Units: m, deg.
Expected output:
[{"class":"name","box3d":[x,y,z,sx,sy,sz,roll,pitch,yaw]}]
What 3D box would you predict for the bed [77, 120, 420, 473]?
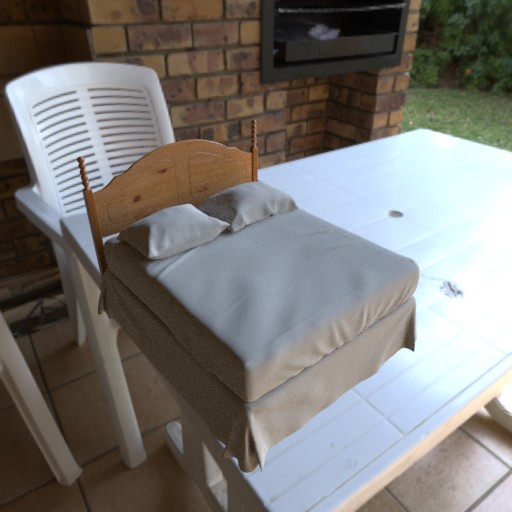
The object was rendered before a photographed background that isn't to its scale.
[{"class":"bed","box3d":[0.000,0.000,3.287,1.873,1.356,2.040,-23,38,-33]}]
